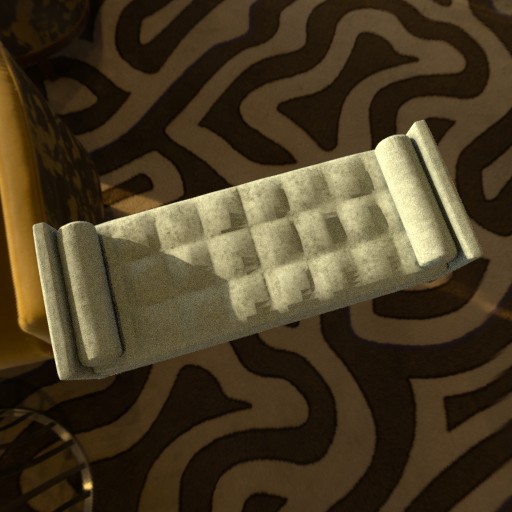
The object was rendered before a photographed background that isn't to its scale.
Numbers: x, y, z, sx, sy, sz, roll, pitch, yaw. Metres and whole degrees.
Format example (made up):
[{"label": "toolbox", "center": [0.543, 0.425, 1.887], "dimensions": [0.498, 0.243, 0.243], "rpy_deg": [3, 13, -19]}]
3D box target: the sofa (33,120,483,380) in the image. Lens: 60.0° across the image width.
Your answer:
[{"label": "sofa", "center": [0.000, 0.000, 2.468], "dimensions": [2.102, 0.657, 0.797], "rpy_deg": [-16, 76, -4]}]
